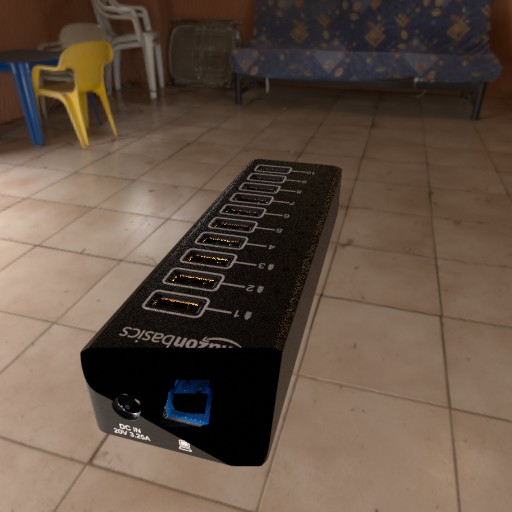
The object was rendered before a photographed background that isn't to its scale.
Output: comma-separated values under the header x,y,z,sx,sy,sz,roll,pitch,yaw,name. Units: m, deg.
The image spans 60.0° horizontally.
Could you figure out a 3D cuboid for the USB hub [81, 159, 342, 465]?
x,y,z,sx,sy,sz,roll,pitch,yaw,name
0.000,0.000,0.157,0.044,0.023,0.145,8,32,13,USB hub
